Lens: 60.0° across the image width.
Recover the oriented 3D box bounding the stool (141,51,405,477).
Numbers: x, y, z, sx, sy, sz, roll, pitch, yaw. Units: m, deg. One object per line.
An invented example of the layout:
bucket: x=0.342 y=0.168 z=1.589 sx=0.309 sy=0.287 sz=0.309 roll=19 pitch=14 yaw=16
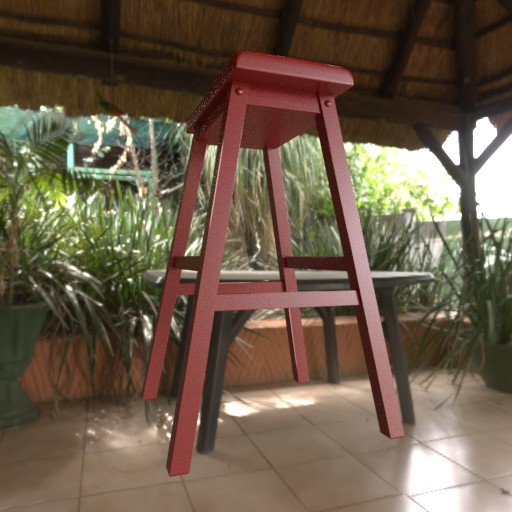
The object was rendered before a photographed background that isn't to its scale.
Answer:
stool: x=0.000 y=0.000 z=1.034 sx=0.476 sy=0.737 sz=0.457 roll=0 pitch=0 yaw=-20
